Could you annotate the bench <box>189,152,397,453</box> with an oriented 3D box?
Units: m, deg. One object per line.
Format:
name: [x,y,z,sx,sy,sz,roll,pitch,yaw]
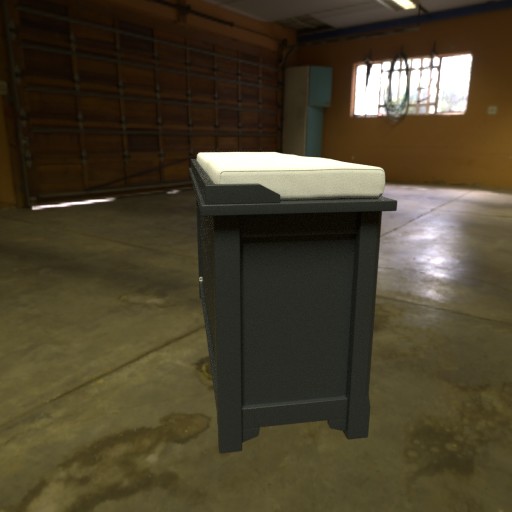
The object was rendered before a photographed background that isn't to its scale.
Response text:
bench: [0.000,0.000,1.274,0.345,0.561,0.973,-2,15,-9]
